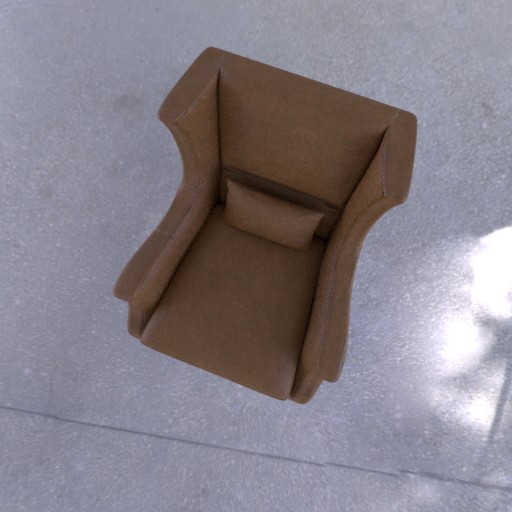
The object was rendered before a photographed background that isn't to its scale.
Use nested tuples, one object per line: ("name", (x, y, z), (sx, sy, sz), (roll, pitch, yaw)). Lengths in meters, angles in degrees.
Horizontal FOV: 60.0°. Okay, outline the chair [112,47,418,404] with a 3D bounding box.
("chair", (0.000, 0.000, 1.687), (0.852, 1.016, 0.925), (21, 77, 5))
